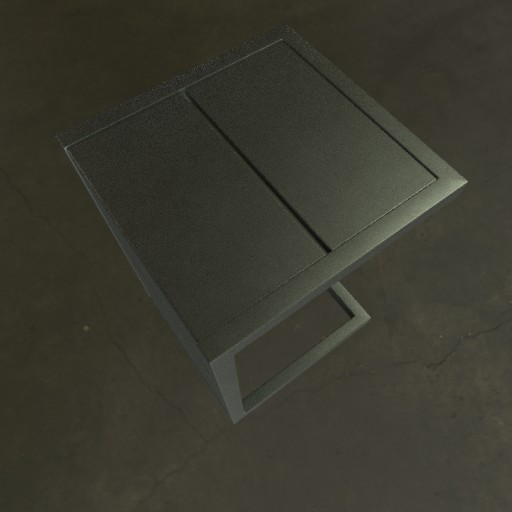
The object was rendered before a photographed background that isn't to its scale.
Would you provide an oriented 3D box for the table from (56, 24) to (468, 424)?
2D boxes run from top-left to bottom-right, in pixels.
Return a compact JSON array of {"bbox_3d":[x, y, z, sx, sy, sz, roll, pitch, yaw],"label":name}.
[{"bbox_3d":[0.000,0.000,0.890,0.420,0.609,0.405,-33,68,-15],"label":"table"}]
